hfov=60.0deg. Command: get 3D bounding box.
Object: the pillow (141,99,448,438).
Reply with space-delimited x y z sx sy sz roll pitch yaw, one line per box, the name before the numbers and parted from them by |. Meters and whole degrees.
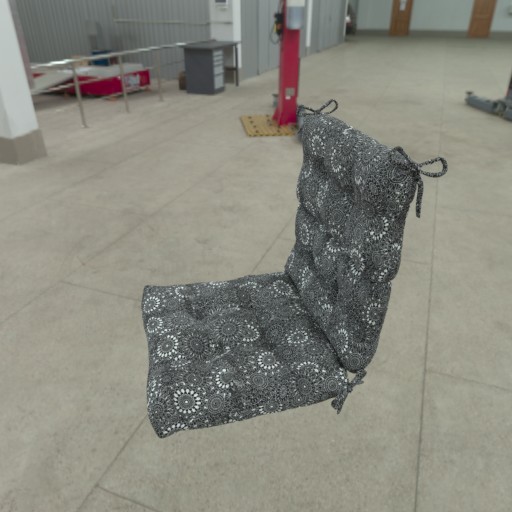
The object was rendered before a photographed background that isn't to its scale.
pillow | 0.000 0.000 1.040 0.571 0.605 0.519 -7 31 -13
